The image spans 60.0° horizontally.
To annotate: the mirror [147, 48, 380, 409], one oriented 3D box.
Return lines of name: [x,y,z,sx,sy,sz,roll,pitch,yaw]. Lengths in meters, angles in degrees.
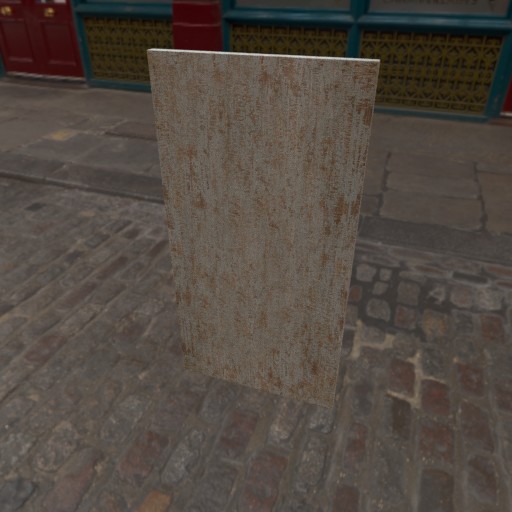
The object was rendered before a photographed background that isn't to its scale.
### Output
mirror: [0.000,0.000,1.105,0.472,0.922,0.027,10,33,16]
